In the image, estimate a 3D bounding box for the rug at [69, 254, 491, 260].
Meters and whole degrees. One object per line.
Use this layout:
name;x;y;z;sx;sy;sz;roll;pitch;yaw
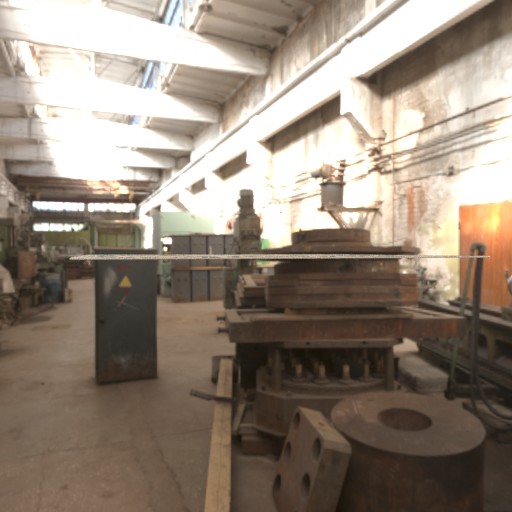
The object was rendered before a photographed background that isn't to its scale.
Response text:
rug;0.000;0.000;4.090;3.040;0.014;2.423;0;1;-19
